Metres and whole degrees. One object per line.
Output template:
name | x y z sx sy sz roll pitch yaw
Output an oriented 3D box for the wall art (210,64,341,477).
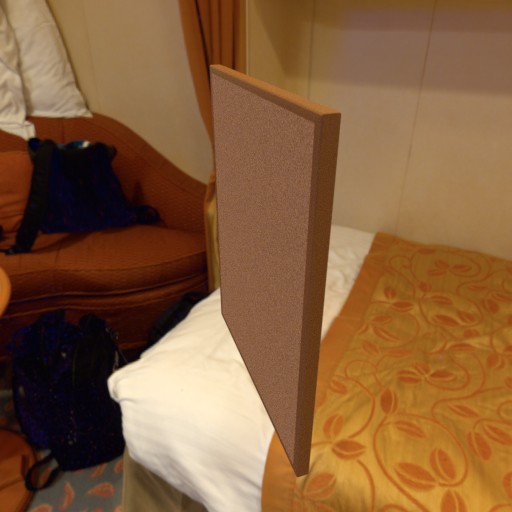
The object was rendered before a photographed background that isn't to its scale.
wall art | 0.000 0.000 0.512 0.015 0.379 0.310 -10 30 -17
